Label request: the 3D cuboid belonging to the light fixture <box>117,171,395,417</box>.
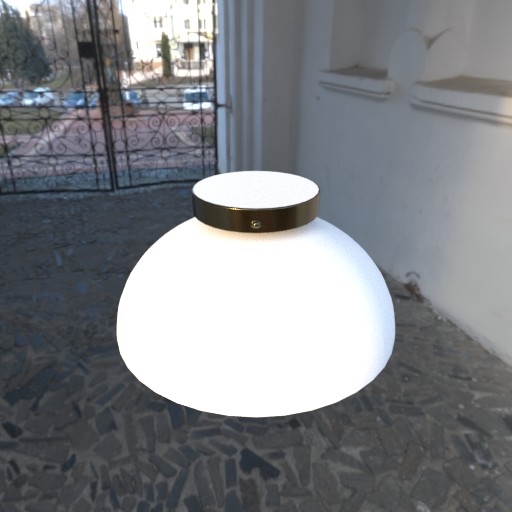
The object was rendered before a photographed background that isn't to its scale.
[{"bbox_3d":[0.000,0.000,0.552,0.355,0.177,0.355,0,26,0],"label":"light fixture"}]
